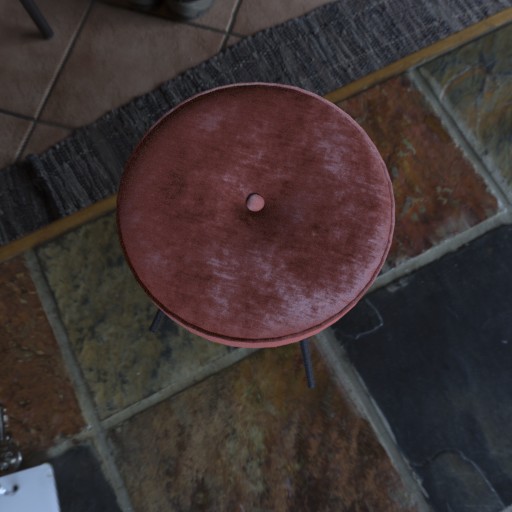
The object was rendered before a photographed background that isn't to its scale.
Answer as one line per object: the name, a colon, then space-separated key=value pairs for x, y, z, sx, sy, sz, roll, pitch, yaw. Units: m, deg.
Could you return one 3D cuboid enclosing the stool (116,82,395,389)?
stool: x=0.000 y=0.000 z=0.915 sx=0.457 sy=0.593 sz=0.421 roll=18 pitch=76 yaw=5
